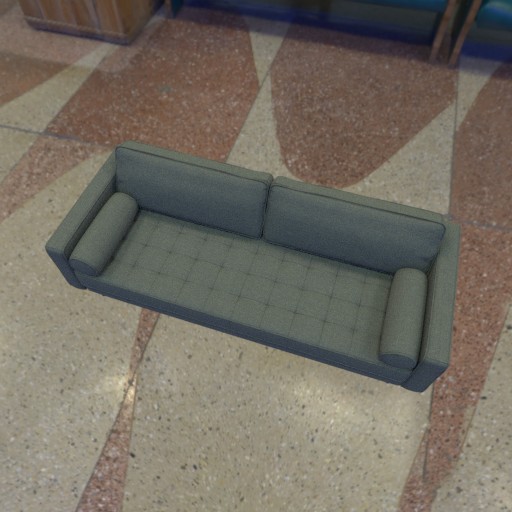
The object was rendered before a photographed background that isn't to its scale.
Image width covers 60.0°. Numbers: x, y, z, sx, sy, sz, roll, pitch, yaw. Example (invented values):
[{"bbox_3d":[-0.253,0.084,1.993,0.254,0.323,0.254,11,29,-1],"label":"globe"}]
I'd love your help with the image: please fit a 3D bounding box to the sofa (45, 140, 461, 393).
[{"bbox_3d":[0.000,0.000,2.640,2.198,0.762,0.914,15,57,10],"label":"sofa"}]
